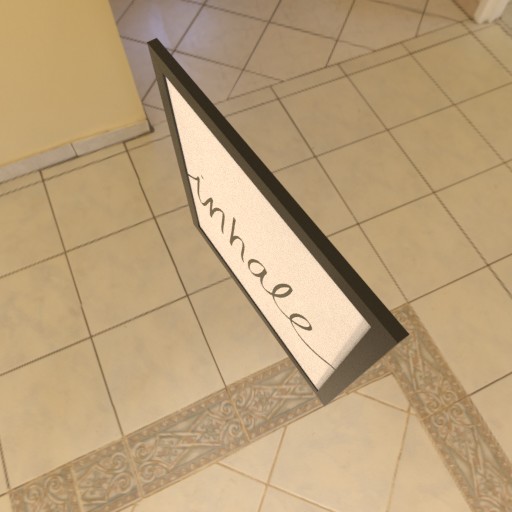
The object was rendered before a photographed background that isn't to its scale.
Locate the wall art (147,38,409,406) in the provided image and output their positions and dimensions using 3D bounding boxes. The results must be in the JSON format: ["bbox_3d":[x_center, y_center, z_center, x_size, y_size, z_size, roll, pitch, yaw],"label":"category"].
[{"bbox_3d":[0.000,0.000,0.658,0.014,0.445,0.446,-32,69,-14],"label":"wall art"}]
